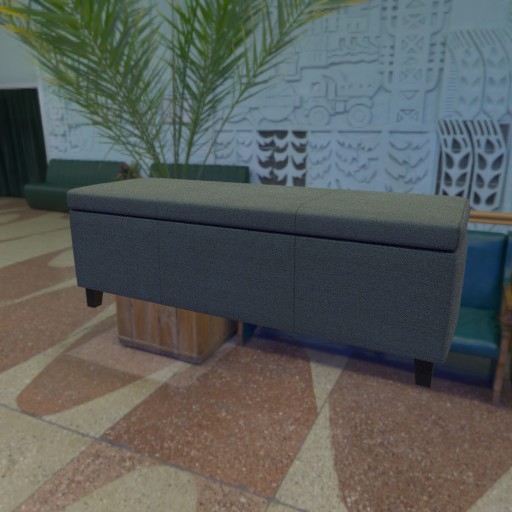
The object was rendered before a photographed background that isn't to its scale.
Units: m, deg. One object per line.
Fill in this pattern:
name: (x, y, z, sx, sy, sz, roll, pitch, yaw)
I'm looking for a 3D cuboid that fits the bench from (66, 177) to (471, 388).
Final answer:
bench: (0.000, 0.000, 1.489, 1.269, 0.438, 0.446, 8, 18, 26)
